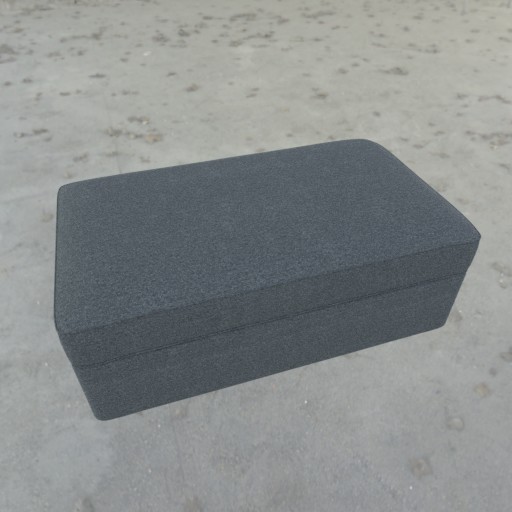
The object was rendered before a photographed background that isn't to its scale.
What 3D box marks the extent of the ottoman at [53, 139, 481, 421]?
[{"bbox_3d":[0.000,0.000,1.490,1.173,0.494,0.681,-12,42,-14],"label":"ottoman"}]
